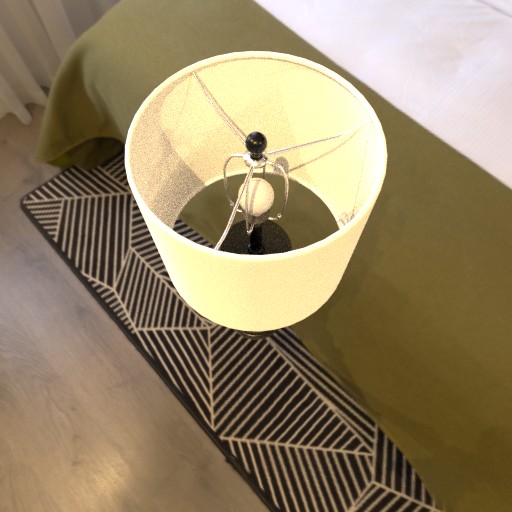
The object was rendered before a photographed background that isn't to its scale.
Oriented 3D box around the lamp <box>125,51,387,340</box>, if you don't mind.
[{"bbox_3d":[0.000,0.000,0.792,0.305,0.634,0.305,14,65,7],"label":"lamp"}]
